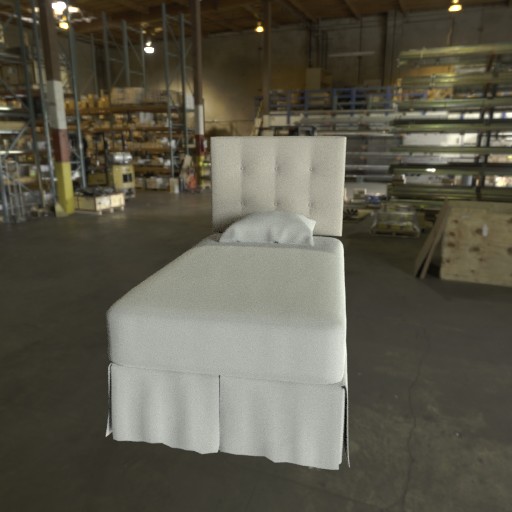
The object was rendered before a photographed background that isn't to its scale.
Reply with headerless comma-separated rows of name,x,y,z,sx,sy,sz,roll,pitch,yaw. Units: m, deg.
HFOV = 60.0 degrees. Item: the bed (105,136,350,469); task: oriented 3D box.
bed,0.000,0.000,2.947,1.261,1.571,1.997,3,14,10
